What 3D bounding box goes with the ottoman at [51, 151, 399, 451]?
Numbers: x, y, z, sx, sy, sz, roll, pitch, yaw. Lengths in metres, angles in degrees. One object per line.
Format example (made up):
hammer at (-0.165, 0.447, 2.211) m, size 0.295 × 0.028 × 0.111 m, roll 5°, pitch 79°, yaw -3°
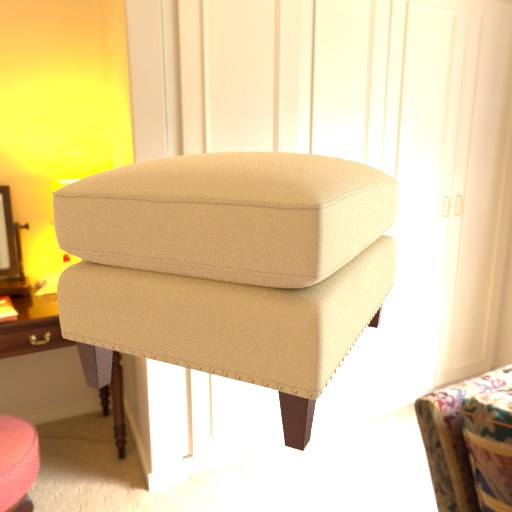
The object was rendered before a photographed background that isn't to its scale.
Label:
ottoman at (0.000, 0.000, 1.118) m, size 0.584 × 0.513 × 0.741 m, roll 6°, pitch 14°, yaw 26°
